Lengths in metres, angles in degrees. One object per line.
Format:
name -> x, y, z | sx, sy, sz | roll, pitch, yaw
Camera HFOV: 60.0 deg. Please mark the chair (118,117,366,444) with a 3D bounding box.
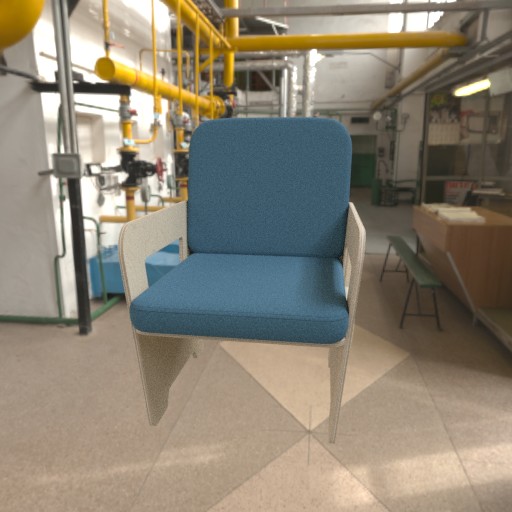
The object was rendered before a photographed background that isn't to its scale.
chair -> 0.000, 0.000, 1.192 | 0.547, 0.747, 0.657 | 2, 14, 9
